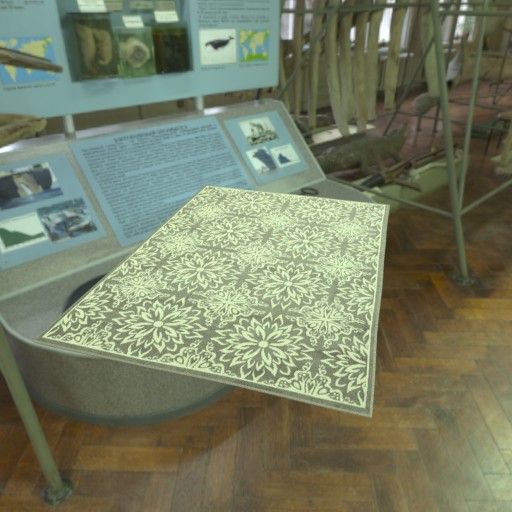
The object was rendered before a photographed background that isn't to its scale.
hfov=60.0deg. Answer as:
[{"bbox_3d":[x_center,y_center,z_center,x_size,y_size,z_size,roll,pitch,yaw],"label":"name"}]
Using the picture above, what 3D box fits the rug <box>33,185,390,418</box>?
[{"bbox_3d":[0.000,0.000,2.870,1.608,0.014,2.213,8,31,14],"label":"rug"}]
